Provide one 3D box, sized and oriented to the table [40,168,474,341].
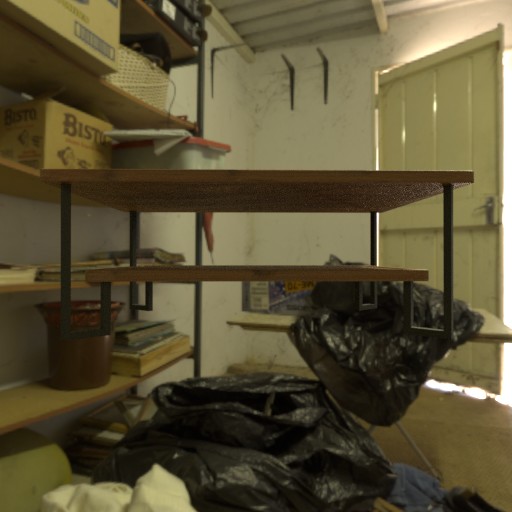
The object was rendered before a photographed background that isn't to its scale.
[{"bbox_3d":[0.000,0.000,1.697,1.238,0.492,0.877,0,0,-1],"label":"table"}]
